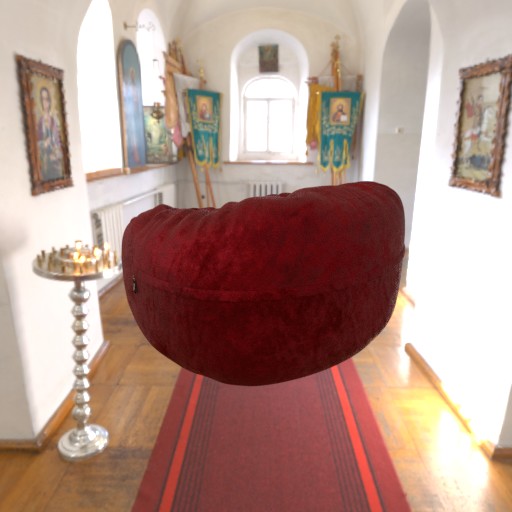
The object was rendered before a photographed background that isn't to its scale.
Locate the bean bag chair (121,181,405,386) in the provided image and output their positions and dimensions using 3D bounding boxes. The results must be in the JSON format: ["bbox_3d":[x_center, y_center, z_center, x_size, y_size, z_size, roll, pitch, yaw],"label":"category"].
[{"bbox_3d":[0.000,0.000,2.467,1.524,0.878,1.524,-15,22,-42],"label":"bean bag chair"}]
